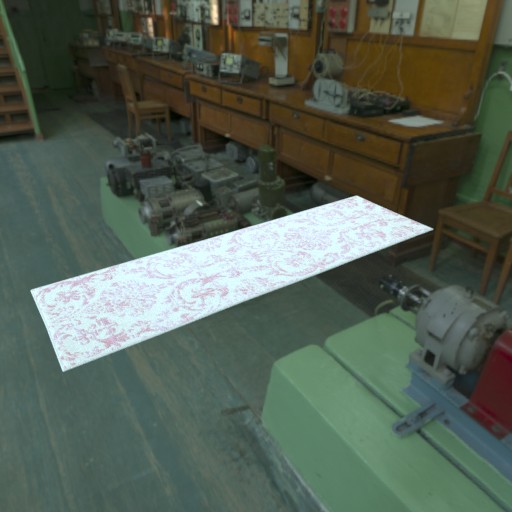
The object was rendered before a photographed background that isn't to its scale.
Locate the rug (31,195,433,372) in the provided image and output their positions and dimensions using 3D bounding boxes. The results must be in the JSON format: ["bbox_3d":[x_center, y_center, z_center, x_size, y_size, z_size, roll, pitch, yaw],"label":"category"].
[{"bbox_3d":[0.000,0.000,2.445,2.196,0.011,0.662,-18,34,-29],"label":"rug"}]
